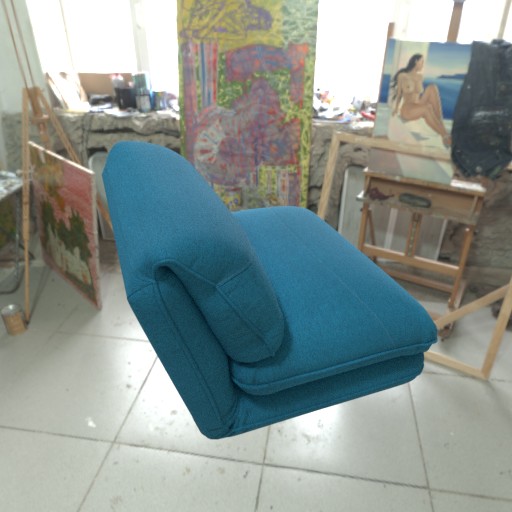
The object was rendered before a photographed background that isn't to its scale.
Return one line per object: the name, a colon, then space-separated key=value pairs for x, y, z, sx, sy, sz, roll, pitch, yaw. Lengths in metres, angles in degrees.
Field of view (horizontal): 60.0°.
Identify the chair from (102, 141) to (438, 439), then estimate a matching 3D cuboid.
chair: x=0.000 y=0.000 z=1.325 sx=0.780 sy=0.580 sz=0.820 roll=-10 pitch=31 yaw=-18
